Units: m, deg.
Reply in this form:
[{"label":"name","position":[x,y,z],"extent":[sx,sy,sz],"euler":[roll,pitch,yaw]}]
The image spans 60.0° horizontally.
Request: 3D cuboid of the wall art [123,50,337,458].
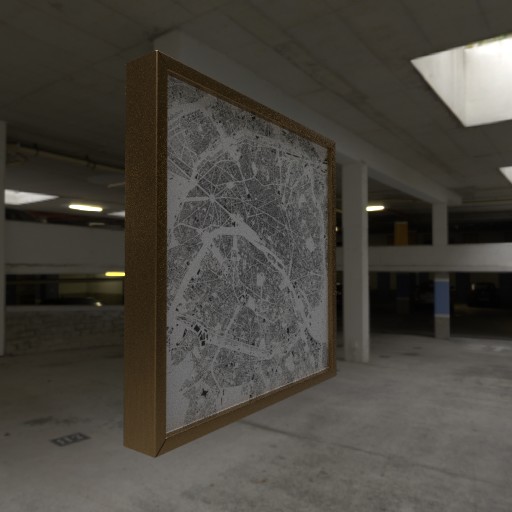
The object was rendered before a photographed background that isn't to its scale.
[{"label":"wall art","position":[0.000,0.000,0.464],"extent":[0.037,0.305,0.305],"euler":[-1,-2,36]}]
